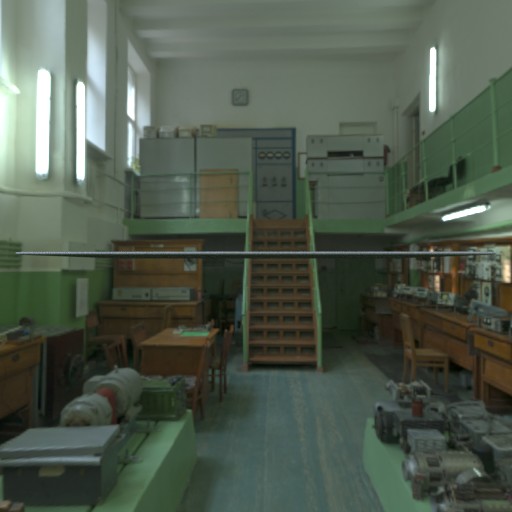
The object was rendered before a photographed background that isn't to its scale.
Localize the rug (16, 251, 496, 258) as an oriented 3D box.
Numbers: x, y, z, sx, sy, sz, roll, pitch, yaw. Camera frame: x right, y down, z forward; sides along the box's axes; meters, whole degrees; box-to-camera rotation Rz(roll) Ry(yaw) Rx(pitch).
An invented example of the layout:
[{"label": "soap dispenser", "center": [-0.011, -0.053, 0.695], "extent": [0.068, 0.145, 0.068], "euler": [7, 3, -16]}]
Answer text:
[{"label": "rug", "center": [0.000, 0.000, 3.441], "extent": [2.746, 0.018, 1.819], "euler": [0, -1, 0]}]
